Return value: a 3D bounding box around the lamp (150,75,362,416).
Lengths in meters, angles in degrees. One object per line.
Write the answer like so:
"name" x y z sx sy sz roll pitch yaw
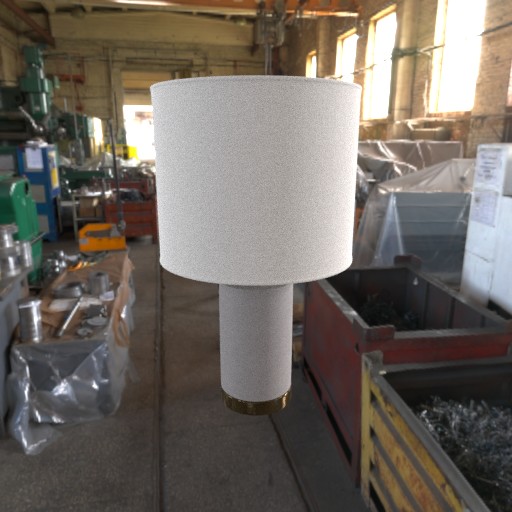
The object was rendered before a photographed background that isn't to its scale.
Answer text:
"lamp" 0.000 0.000 0.539 0.229 0.380 0.229 0 15 0
